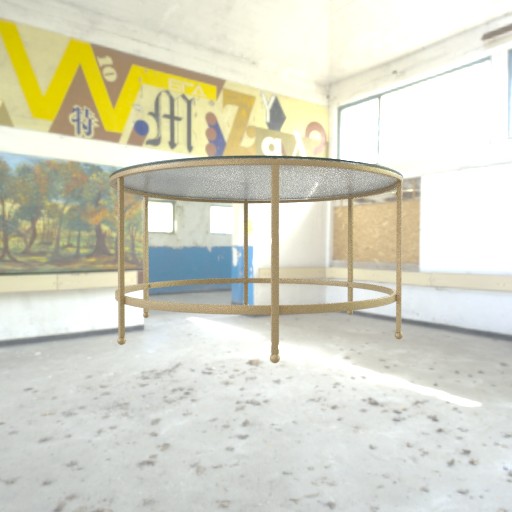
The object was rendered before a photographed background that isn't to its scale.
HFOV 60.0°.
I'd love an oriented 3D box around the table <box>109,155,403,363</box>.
[{"bbox_3d":[0.000,0.000,1.452,0.914,0.470,0.914,0,1,0],"label":"table"}]
